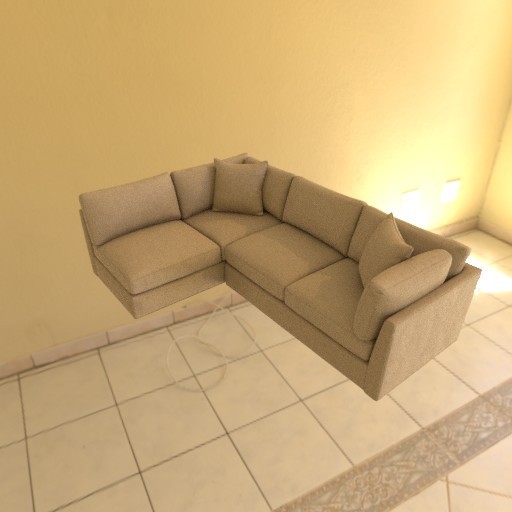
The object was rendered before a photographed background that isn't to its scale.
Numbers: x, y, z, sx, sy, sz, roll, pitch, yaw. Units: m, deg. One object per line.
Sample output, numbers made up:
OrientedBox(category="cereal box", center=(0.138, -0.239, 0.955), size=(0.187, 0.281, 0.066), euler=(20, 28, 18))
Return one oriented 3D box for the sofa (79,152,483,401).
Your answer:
OrientedBox(category="sofa", center=(0.000, 0.000, 3.805), size=(1.994, 0.978, 2.896), euler=(-22, 37, -32))
